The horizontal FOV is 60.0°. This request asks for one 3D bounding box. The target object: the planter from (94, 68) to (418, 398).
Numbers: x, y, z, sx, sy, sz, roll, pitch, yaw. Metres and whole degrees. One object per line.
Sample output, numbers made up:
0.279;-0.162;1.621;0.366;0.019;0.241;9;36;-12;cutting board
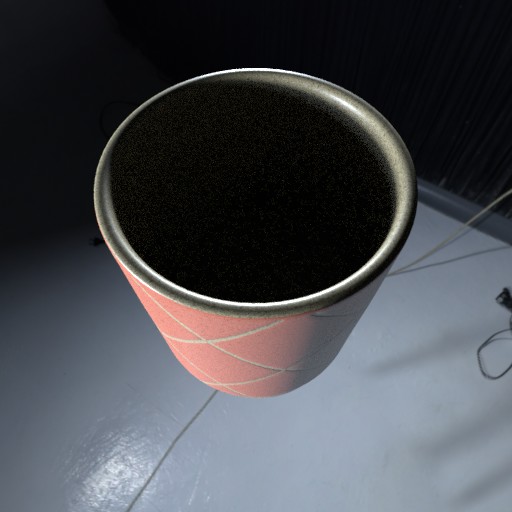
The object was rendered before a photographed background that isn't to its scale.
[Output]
0.000;0.000;0.349;0.191;0.200;0.191;0;59;0;planter
